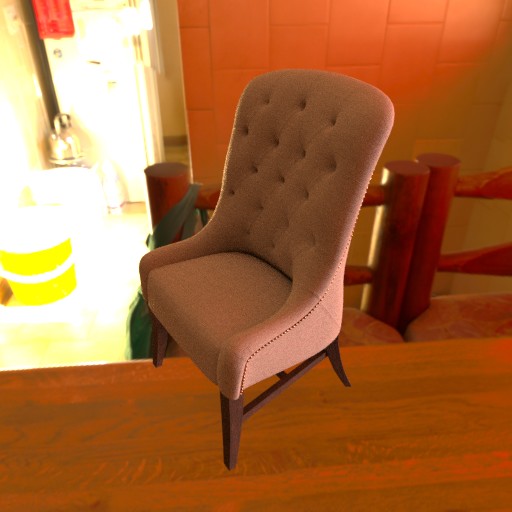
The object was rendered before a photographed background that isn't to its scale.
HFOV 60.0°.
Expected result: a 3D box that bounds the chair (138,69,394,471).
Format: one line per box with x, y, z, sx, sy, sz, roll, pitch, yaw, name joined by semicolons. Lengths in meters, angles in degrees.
0.000;0.000;1.471;0.629;1.091;0.634;-21;37;-30;chair
